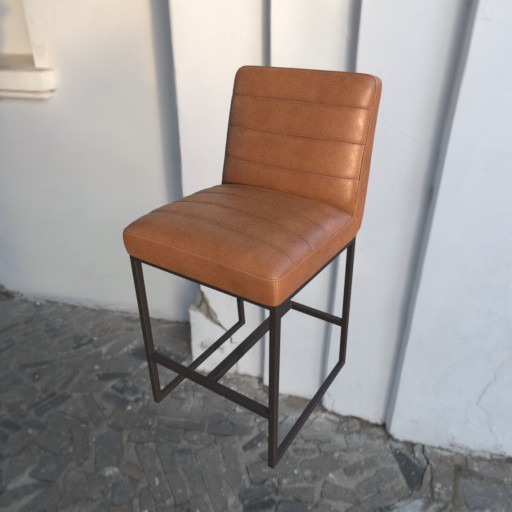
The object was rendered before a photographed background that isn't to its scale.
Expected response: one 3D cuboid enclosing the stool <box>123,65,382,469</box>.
[{"bbox_3d":[0.000,0.000,1.249,0.458,0.940,0.556,17,33,28],"label":"stool"}]
